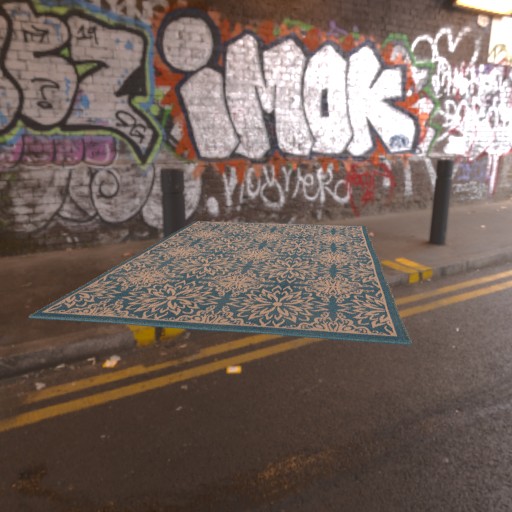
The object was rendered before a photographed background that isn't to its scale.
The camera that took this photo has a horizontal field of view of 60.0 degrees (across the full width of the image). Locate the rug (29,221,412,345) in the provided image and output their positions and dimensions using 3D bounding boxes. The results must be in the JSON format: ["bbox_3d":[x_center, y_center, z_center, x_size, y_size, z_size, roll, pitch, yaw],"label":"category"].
[{"bbox_3d":[0.000,0.000,2.234,1.211,0.012,1.833,2,15,9],"label":"rug"}]
